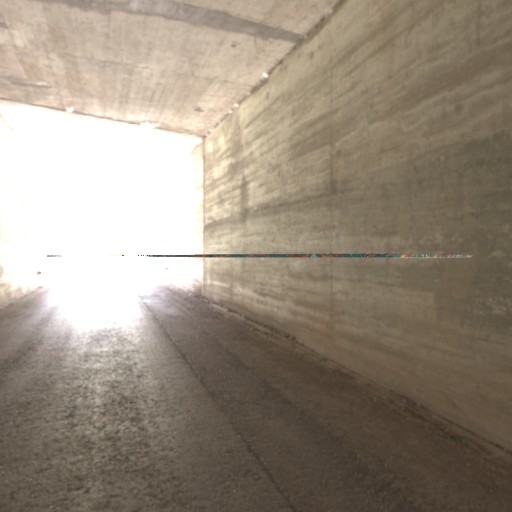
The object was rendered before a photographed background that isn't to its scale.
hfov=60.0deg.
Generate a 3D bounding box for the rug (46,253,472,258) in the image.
[{"bbox_3d":[0.000,0.000,2.850,2.290,0.016,1.527,0,0,35],"label":"rug"}]
